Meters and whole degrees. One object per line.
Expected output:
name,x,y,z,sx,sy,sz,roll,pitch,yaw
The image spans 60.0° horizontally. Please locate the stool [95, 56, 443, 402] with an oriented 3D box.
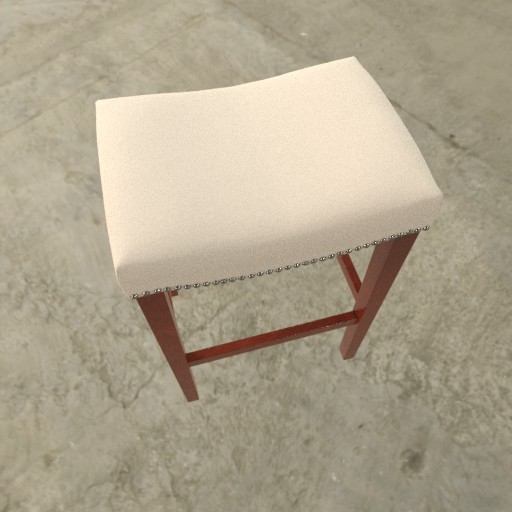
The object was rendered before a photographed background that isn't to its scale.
stool,0.000,0.000,1.011,0.504,0.742,0.372,-13,59,-8
